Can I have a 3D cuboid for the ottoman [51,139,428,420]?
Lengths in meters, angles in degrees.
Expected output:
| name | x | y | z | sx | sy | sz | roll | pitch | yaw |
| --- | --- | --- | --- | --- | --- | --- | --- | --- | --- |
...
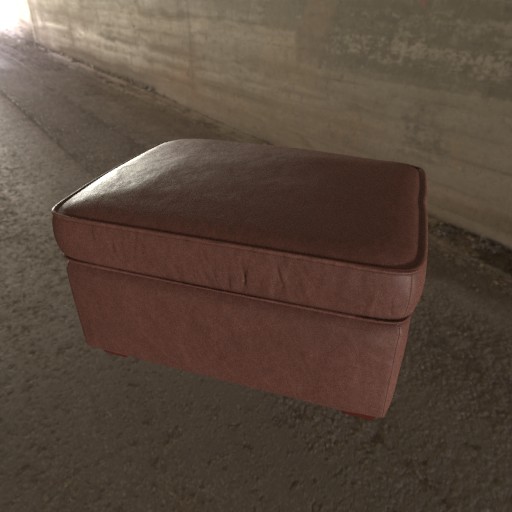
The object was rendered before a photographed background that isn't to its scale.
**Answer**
| name | x | y | z | sx | sy | sz | roll | pitch | yaw |
| --- | --- | --- | --- | --- | --- | --- | --- | --- | --- |
| ottoman | 0.000 | 0.000 | 1.098 | 0.749 | 0.449 | 0.548 | 10 | 33 | 15 |
